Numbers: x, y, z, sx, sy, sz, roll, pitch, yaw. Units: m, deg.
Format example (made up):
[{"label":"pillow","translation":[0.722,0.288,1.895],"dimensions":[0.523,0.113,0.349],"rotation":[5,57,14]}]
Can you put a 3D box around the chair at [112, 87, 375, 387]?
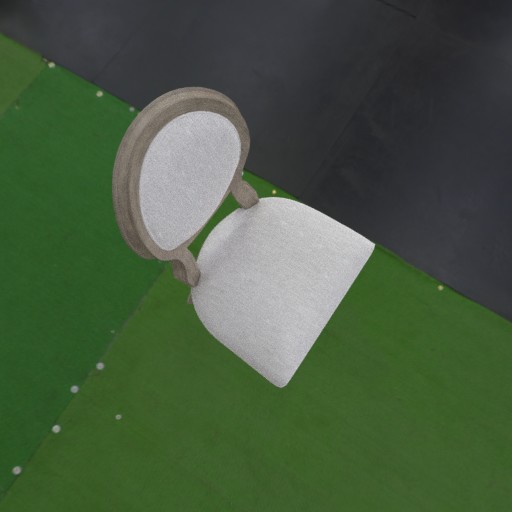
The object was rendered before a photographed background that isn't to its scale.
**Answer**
[{"label":"chair","translation":[0.000,0.000,1.349],"dimensions":[0.602,0.990,0.558],"rotation":[34,77,9]}]
